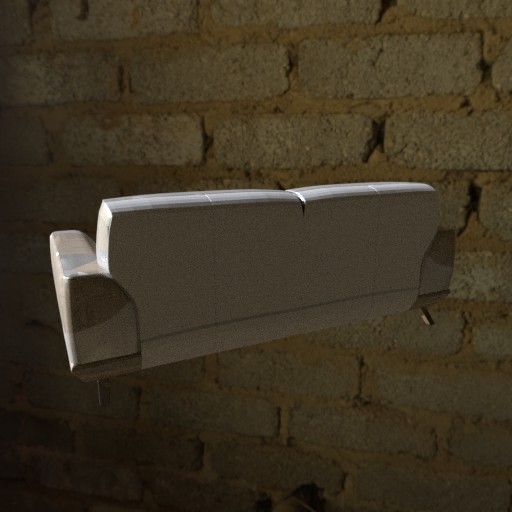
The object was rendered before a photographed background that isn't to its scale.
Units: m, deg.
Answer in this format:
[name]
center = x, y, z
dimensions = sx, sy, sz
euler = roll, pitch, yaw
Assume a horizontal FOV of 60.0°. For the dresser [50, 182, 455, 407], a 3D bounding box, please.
[dresser]
center = 0.000, 0.000, 5.636
dimensions = 4.679, 1.863, 2.251
euler = -7, 16, -26
